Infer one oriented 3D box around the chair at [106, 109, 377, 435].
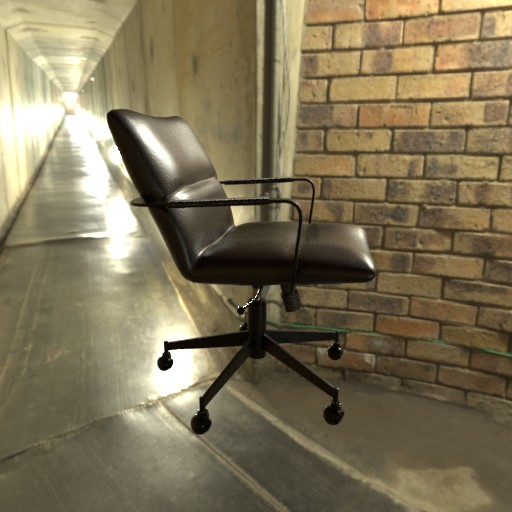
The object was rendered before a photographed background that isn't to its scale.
[{"bbox_3d":[0.000,0.000,1.485,0.748,0.922,0.719,3,15,10],"label":"chair"}]
